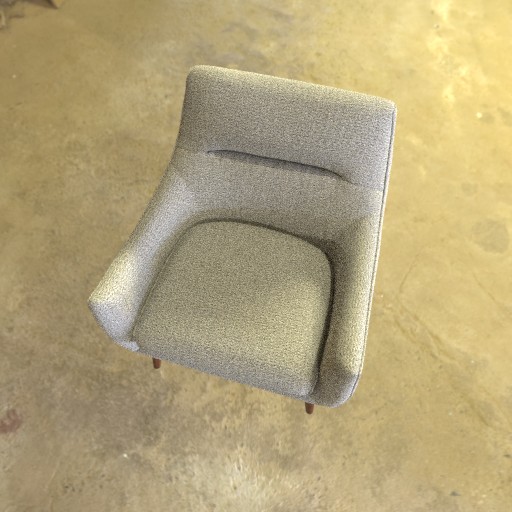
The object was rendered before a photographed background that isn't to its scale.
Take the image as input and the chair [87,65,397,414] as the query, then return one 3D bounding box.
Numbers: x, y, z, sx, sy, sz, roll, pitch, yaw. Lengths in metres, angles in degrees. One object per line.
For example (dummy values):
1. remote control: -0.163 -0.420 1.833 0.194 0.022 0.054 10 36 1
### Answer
1. chair: 0.000 0.000 1.447 0.762 0.838 0.787 14 59 8
